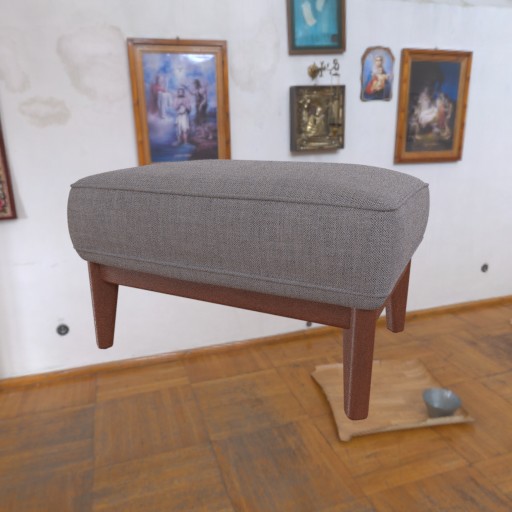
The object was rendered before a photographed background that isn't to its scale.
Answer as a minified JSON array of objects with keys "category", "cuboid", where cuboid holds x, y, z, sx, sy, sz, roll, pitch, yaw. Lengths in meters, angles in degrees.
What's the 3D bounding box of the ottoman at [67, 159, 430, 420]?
[{"category":"ottoman","cuboid":[0.000,0.000,1.108,0.750,0.458,0.555,8,17,26]}]
